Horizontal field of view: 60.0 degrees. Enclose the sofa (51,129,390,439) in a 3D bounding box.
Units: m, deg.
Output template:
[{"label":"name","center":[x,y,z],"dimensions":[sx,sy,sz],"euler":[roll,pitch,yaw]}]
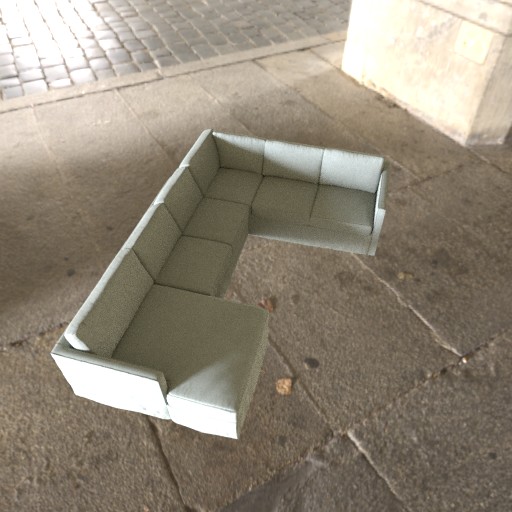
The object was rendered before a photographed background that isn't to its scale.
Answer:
[{"label":"sofa","center":[0.000,0.000,4.553],"dimensions":[2.440,0.869,3.434],"euler":[11,47,11]}]
